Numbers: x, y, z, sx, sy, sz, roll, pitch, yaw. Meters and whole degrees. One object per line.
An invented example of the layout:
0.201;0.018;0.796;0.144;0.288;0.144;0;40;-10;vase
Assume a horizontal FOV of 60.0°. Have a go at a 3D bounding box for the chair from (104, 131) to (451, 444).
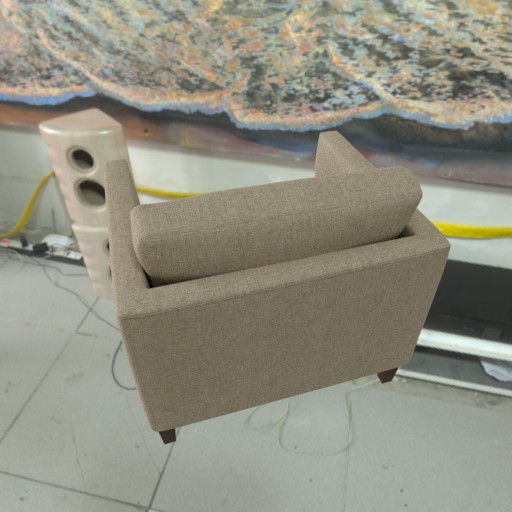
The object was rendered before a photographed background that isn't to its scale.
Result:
0.000;0.000;1.854;1.107;0.987;0.959;-11;42;-13;chair
